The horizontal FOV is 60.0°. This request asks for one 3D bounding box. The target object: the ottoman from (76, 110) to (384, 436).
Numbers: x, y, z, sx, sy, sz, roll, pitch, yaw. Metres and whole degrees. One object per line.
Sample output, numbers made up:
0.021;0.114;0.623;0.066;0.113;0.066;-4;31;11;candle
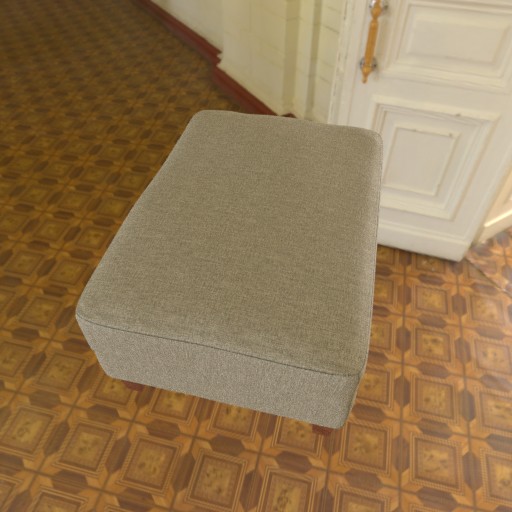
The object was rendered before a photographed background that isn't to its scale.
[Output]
0.000;0.000;1.284;0.639;0.494;0.873;10;48;9;ottoman
